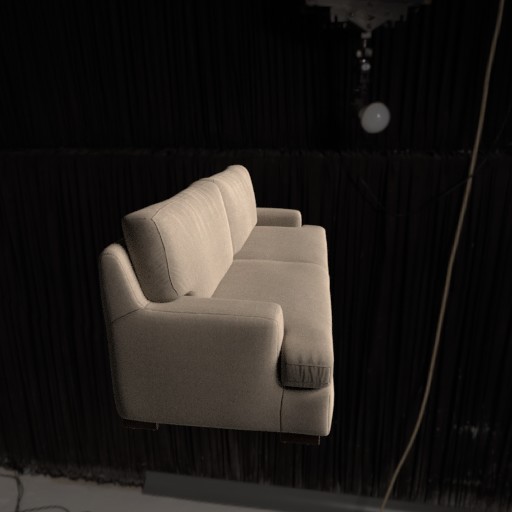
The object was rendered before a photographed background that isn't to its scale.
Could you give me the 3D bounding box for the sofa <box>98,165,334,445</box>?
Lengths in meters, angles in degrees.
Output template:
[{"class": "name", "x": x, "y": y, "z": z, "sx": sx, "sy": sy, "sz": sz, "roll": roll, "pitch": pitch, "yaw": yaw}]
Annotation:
[{"class": "sofa", "x": 0.000, "y": 0.000, "z": 2.874, "sx": 0.962, "sy": 0.980, "sz": 2.354, "roll": 2, "pitch": 17, "yaw": 7}]
